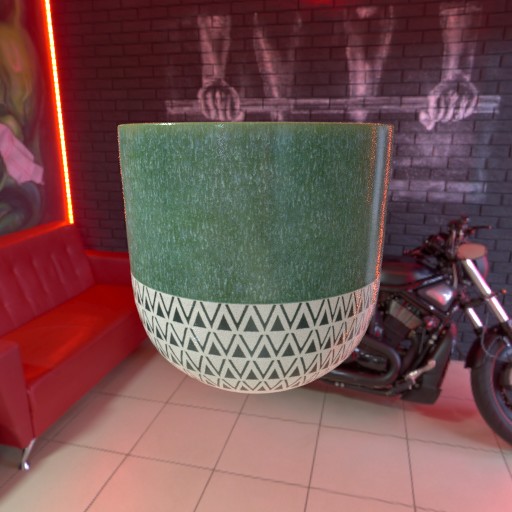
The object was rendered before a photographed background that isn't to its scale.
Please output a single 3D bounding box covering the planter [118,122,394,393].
[{"bbox_3d":[0.000,0.000,0.479,0.266,0.270,0.266,0,15,0],"label":"planter"}]
